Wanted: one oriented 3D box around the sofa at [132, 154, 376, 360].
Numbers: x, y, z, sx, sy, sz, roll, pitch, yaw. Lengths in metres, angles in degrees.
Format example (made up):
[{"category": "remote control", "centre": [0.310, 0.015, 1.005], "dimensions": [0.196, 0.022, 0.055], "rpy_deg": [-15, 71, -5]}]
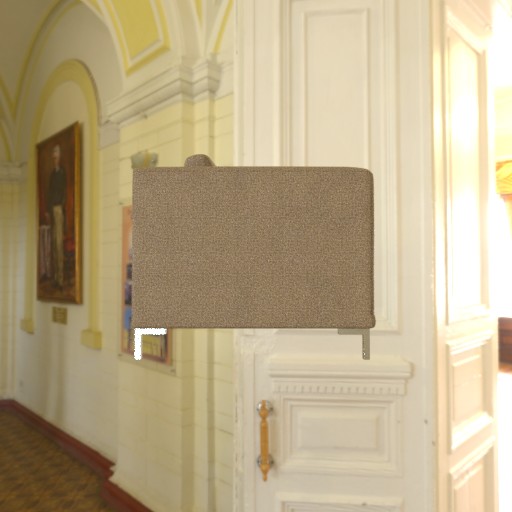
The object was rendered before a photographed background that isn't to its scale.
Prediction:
[{"category": "sofa", "centre": [0.000, 0.000, 2.941], "dimensions": [0.969, 0.867, 2.415], "rpy_deg": [0, -1, 0]}]
